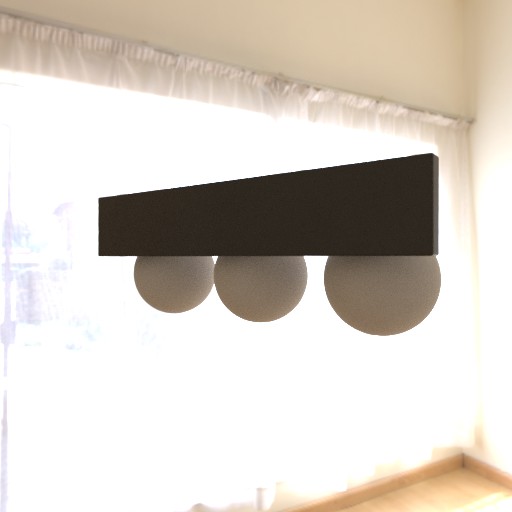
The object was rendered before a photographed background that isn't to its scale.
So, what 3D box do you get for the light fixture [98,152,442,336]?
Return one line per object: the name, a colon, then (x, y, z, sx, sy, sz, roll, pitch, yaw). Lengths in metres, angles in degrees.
light fixture: (0.000, 0.000, 0.865, 0.721, 0.263, 0.218, 0, 0, 37)
